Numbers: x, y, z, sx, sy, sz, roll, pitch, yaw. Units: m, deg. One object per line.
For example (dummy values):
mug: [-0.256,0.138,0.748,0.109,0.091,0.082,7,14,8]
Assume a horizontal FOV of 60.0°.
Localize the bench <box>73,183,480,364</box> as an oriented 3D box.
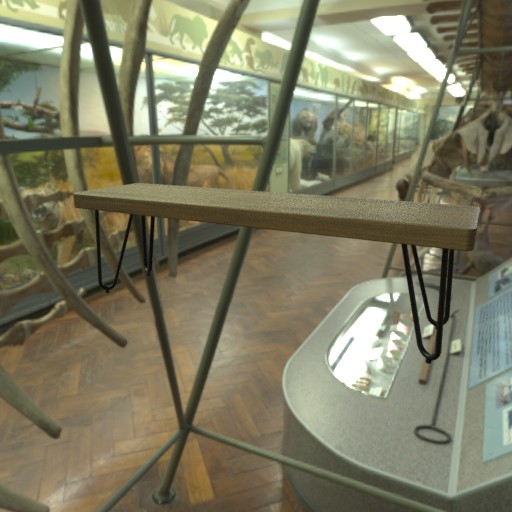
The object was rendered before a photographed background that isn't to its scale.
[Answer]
bench: [0.000,0.000,1.796,1.570,0.462,0.425,8,18,26]
